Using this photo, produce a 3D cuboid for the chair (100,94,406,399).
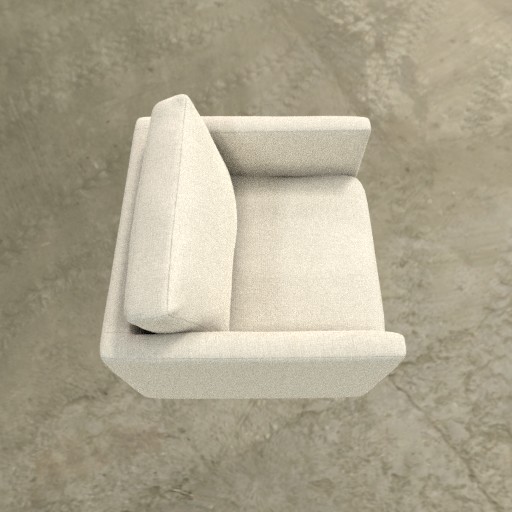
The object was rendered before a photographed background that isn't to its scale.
[{"bbox_3d":[0.000,0.000,1.754,0.959,0.919,0.996,0,63,0],"label":"chair"}]
